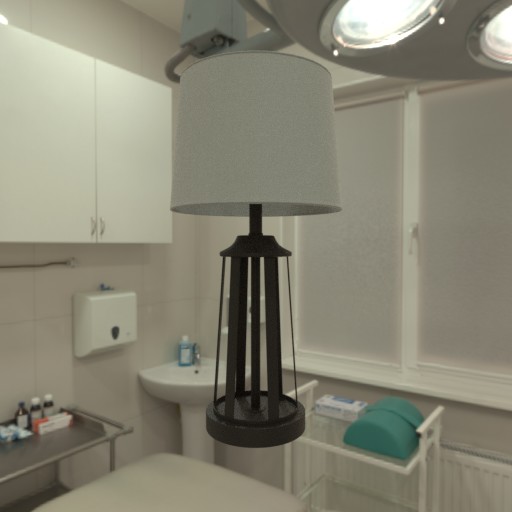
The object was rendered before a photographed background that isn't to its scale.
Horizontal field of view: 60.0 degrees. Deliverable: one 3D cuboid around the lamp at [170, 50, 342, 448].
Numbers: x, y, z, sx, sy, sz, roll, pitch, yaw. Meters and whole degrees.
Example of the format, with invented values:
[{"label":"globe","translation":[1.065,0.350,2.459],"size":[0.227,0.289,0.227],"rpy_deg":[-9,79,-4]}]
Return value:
[{"label":"lamp","translation":[0.000,0.000,0.659],"size":[0.251,0.509,0.251],"rpy_deg":[0,1,0]}]
